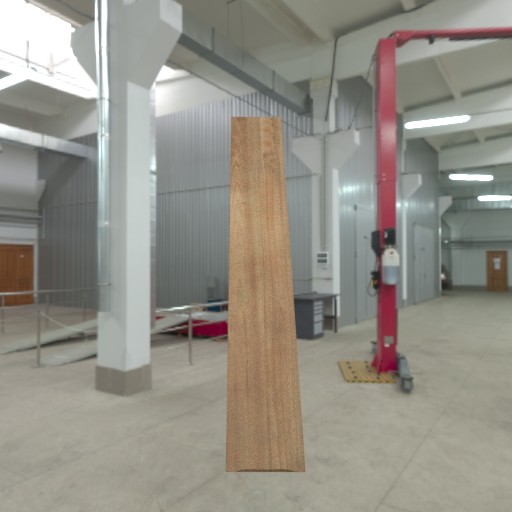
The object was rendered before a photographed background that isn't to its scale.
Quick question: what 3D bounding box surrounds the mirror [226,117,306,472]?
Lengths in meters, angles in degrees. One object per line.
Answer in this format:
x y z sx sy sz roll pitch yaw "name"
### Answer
0.000 0.000 0.869 0.100 0.548 0.631 0 -1 -2 "mirror"
